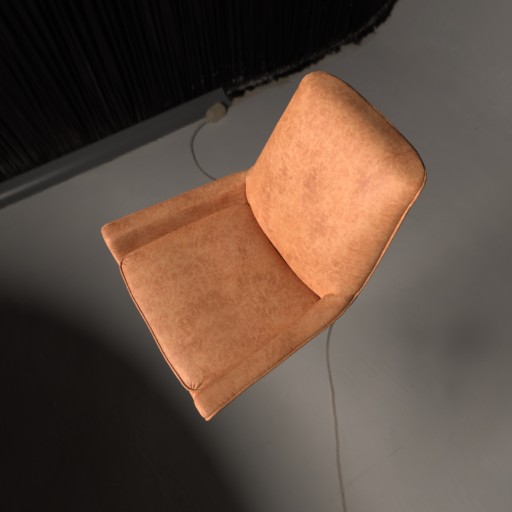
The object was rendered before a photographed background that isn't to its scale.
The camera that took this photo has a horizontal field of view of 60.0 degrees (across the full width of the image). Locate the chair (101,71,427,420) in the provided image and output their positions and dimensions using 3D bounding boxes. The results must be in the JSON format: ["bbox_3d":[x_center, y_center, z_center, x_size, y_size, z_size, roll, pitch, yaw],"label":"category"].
[{"bbox_3d":[0.000,0.000,1.512,0.851,0.883,0.753,-30,67,-14],"label":"chair"}]
